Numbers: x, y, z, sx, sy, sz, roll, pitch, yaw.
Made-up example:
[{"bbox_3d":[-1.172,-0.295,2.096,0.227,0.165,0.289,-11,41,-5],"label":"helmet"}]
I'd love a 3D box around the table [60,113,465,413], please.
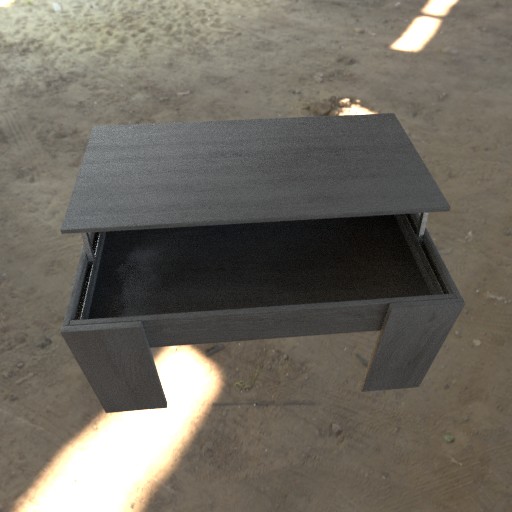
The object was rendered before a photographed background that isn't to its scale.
[{"bbox_3d":[0.000,0.000,1.431,1.000,0.570,0.711,-4,47,-3],"label":"table"}]
